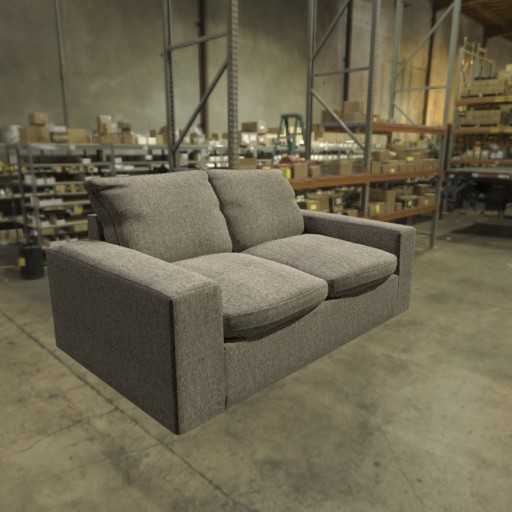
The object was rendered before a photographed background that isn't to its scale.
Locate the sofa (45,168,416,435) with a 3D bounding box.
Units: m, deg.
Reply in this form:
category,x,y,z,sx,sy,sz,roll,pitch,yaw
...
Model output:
category,x,y,z,sx,sy,sz,roll,pitch,yaw
sofa,0.000,0.000,2.368,1.094,0.877,1.758,13,19,43
